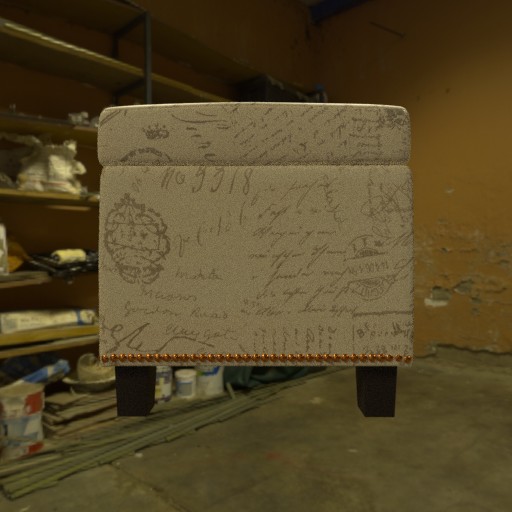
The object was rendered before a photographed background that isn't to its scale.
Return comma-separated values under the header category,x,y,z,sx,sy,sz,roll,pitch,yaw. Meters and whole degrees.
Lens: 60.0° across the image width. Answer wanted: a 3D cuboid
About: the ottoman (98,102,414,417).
category,x,y,z,sx,sy,sz,roll,pitch,yaw
ottoman,0.000,0.000,0.830,0.449,0.457,0.450,0,-1,0
